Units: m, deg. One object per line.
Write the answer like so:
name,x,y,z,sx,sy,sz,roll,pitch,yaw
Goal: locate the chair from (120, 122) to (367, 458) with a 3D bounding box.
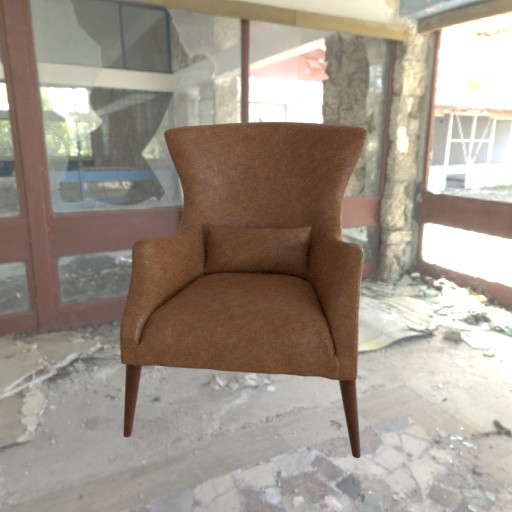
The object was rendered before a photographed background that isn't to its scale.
chair,0.000,0.000,1.760,0.846,1.067,0.955,2,14,8
